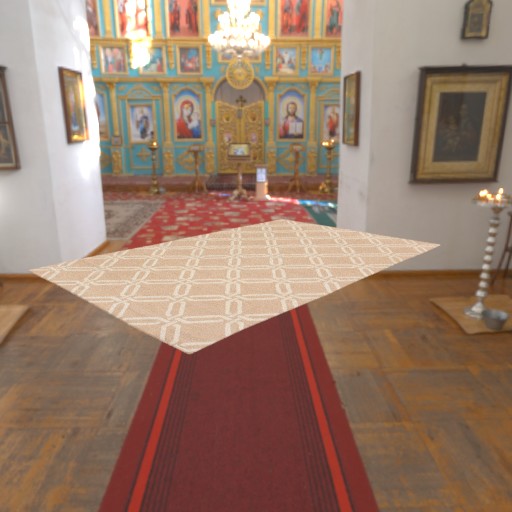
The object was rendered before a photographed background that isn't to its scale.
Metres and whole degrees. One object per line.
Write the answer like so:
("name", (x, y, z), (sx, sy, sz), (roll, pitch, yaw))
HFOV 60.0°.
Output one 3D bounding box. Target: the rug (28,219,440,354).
("rug", (0.000, 0.000, 2.186), (1.146, 0.010, 1.745), (14, 20, 42))
